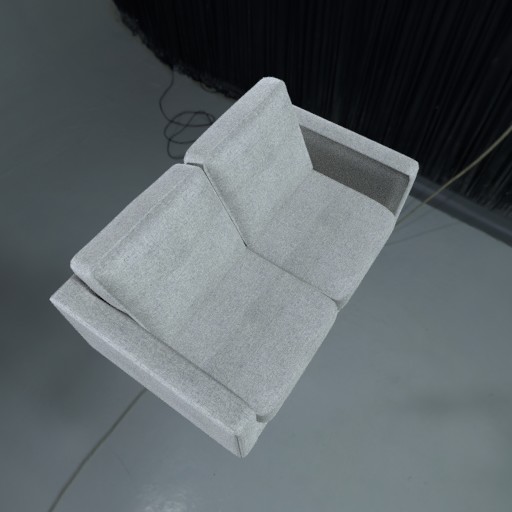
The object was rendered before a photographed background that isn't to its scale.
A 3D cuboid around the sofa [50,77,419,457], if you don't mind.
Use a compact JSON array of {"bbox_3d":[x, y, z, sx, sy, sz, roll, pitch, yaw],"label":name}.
[{"bbox_3d":[0.000,0.000,2.170,0.969,0.973,1.527,30,63,17],"label":"sofa"}]
